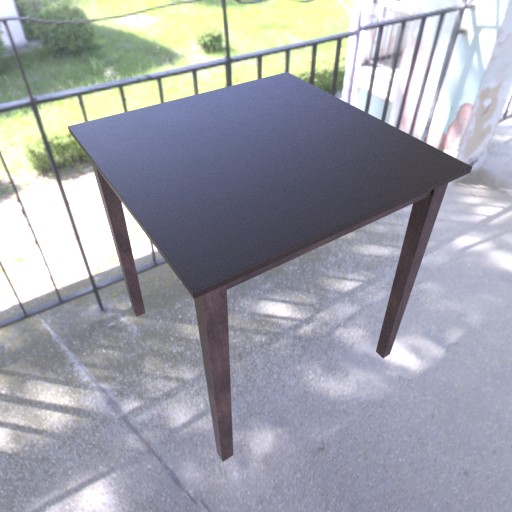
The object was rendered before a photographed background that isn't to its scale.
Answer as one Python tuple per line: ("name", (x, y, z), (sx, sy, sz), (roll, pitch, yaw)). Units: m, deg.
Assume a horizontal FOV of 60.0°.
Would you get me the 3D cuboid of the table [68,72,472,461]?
("table", (0.000, 0.000, 1.398), (0.749, 0.770, 0.749), (-24, 47, -24))
